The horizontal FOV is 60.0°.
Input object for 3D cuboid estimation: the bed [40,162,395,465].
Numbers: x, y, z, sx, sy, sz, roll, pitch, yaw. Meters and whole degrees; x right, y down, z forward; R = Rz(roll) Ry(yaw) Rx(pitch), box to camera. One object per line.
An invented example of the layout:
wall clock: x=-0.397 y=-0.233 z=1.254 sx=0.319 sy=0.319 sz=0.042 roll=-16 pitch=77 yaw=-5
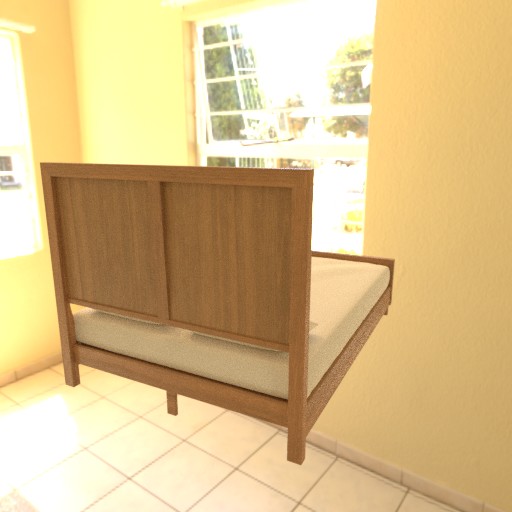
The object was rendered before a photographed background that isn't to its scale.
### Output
bed: x=0.000 y=0.000 z=3.242 sx=1.606 sy=1.387 sz=2.184 roll=7 pitch=16 yaw=26
